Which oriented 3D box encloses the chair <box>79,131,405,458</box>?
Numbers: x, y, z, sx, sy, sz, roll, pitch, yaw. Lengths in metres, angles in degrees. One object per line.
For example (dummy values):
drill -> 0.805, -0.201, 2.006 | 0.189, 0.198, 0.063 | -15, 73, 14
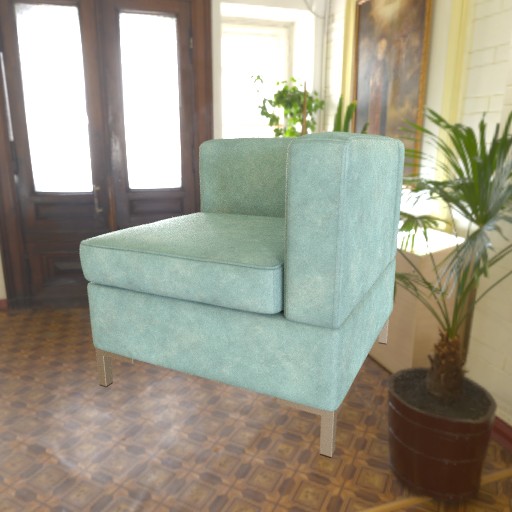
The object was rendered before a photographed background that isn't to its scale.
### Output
chair -> 0.000, 0.000, 1.250 | 0.691, 0.660, 0.684 | 7, 16, 26
